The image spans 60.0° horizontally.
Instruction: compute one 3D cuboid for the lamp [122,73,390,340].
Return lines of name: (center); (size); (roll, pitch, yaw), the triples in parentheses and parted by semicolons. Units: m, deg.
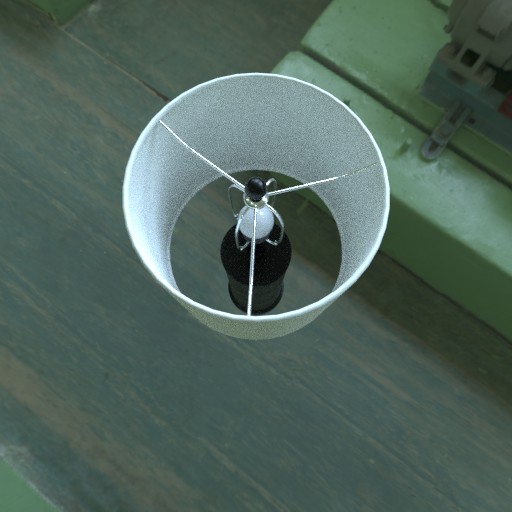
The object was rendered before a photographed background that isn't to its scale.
lamp: (0.000, 0.000, 0.799); (0.305, 0.634, 0.305); (35, 78, 9)
